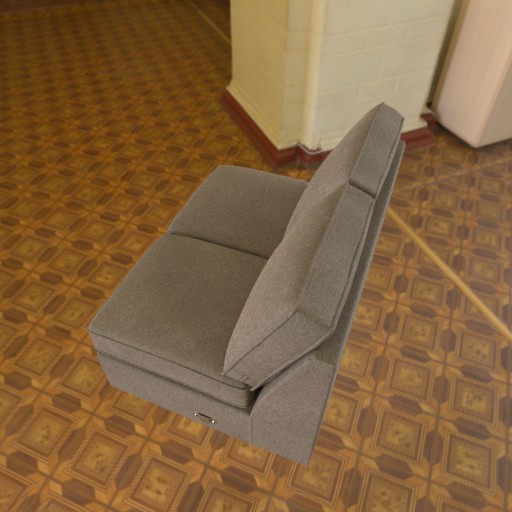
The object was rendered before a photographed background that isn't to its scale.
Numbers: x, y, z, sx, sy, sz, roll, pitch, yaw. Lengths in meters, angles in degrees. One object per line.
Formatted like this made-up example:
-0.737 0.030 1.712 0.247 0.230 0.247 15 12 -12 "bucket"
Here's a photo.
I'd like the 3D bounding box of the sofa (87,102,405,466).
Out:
0.000 0.000 1.940 0.951 1.008 1.237 16 48 15 "sofa"
